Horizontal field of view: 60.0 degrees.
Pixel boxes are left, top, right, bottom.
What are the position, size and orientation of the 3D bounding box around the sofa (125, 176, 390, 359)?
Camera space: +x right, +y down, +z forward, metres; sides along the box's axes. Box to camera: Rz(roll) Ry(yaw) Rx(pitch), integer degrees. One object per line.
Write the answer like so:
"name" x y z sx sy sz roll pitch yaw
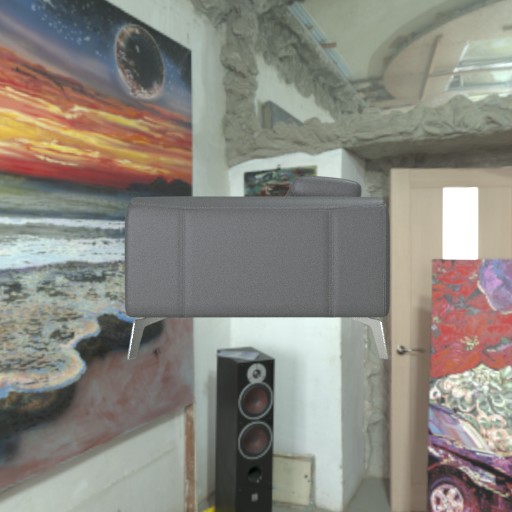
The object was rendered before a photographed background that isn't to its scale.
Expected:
"sofa" 0.000 0.000 2.804 1.023 0.759 2.321 0 1 0
